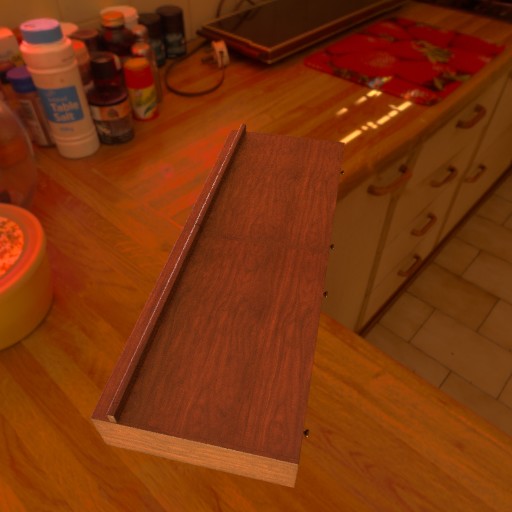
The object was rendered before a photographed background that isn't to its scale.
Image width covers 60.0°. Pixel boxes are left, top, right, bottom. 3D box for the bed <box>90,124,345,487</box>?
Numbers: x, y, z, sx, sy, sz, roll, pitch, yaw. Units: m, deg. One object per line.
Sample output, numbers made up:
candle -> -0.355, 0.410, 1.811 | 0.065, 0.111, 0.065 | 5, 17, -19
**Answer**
bed -> 0.000, 0.000, 2.327 | 0.787, 0.326, 2.057 | 9, 47, 8
